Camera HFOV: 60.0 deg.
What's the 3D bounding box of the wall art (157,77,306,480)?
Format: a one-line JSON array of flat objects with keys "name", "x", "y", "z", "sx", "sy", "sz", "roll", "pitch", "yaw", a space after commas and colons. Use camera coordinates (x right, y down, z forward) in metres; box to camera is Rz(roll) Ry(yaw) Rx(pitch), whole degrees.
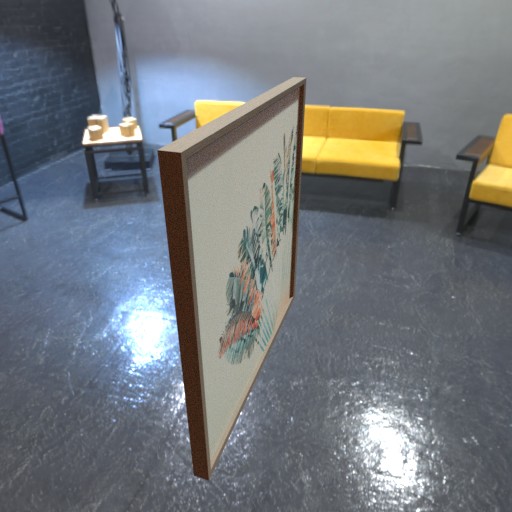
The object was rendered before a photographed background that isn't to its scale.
[{"name": "wall art", "x": 0.000, "y": 0.000, "z": 1.137, "sx": 0.038, "sy": 0.758, "sz": 0.761, "roll": 10, "pitch": 31, "yaw": 17}]
